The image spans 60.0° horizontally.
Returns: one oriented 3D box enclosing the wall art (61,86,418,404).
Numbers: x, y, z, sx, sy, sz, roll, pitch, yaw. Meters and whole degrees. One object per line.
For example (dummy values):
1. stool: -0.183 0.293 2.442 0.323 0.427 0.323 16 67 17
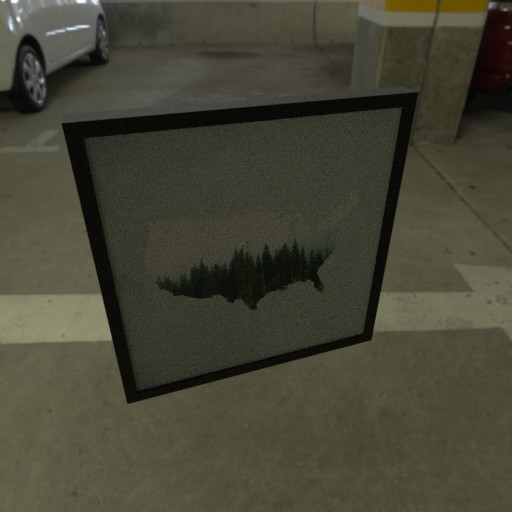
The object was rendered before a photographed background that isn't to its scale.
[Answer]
1. wall art: 0.000 0.000 0.755 0.509 0.509 0.040 -11 34 -16
